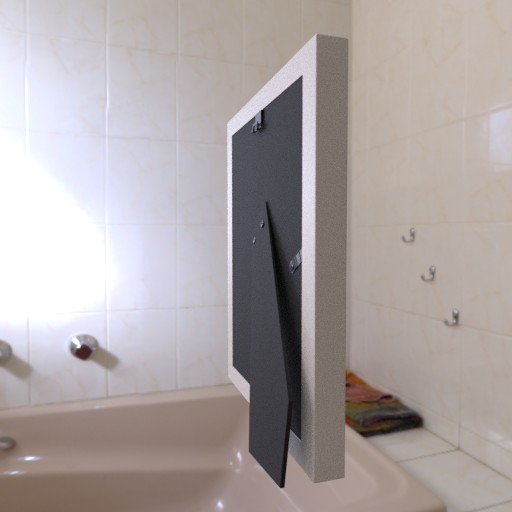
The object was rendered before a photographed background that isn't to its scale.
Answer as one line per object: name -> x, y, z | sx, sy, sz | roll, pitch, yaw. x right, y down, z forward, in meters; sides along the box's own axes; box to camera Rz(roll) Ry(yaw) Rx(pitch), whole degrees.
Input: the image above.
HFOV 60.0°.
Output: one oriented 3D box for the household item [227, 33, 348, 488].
household item -> 0.000, 0.000, 0.339 | 0.045, 0.250, 0.200 | -1, 3, -18
